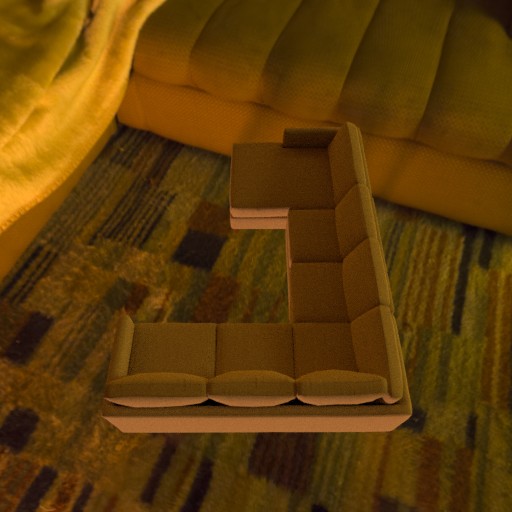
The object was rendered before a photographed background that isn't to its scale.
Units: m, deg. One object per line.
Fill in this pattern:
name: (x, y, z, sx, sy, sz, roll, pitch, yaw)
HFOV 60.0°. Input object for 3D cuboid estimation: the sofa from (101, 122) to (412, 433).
sofa: (0.000, 0.000, 4.746, 2.594, 0.961, 3.460, 0, 58, 0)
